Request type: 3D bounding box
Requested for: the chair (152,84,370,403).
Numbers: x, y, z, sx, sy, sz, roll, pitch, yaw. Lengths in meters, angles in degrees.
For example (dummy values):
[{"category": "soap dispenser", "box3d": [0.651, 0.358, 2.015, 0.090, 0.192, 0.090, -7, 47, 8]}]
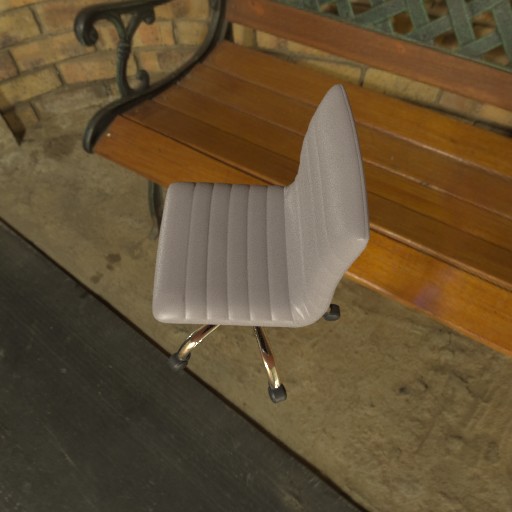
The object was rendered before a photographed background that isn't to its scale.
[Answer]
[{"category": "chair", "box3d": [0.000, 0.000, 1.129, 0.542, 0.750, 0.569, 0, 58, 0]}]
